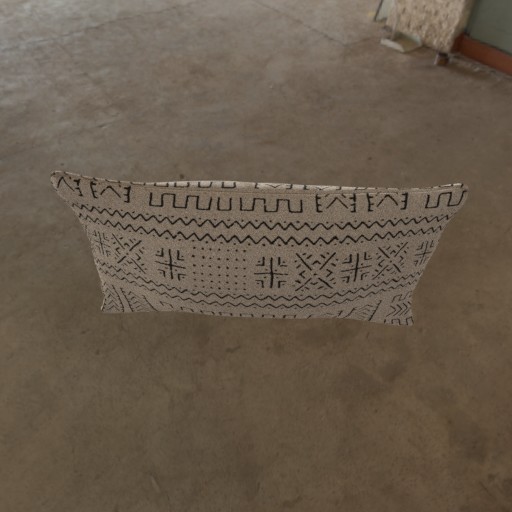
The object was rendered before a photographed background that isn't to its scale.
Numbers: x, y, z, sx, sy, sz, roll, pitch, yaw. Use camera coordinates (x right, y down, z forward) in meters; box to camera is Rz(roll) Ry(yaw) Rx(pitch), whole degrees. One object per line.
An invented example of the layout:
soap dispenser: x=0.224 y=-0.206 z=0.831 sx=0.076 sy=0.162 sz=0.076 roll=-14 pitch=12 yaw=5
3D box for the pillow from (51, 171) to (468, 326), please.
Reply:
pillow: x=0.000 y=0.000 z=0.792 sx=0.637 sy=0.352 sz=0.188 roll=2 pitch=47 yaw=2
